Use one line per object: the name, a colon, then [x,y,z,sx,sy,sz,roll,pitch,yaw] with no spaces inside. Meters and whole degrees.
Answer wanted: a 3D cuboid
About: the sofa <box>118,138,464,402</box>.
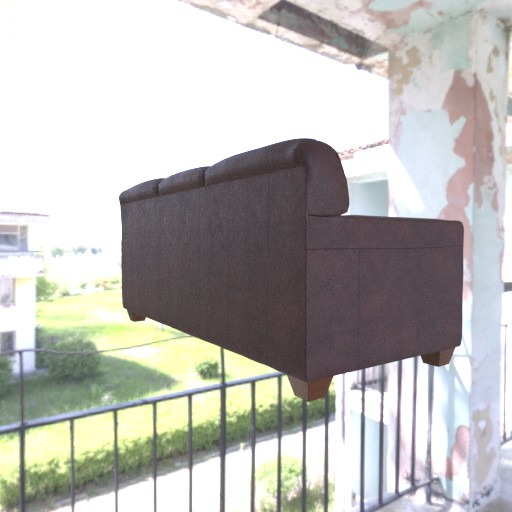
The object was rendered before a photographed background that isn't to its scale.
sofa: [0.000,0.000,2.578,1.008,0.953,2.039,-1,2,-34]
